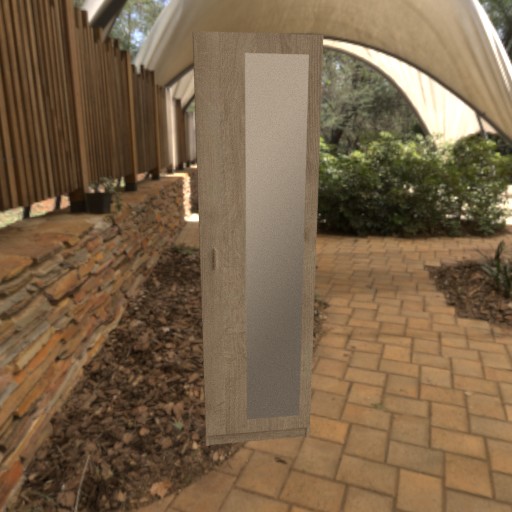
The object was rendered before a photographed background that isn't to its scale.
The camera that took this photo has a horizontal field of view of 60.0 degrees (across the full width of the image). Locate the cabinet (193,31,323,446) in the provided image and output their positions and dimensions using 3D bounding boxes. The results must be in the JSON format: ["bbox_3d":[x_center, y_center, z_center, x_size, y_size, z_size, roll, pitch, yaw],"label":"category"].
[{"bbox_3d":[0.000,0.000,1.990,0.500,1.790,0.230,-2,14,-7],"label":"cabinet"}]
